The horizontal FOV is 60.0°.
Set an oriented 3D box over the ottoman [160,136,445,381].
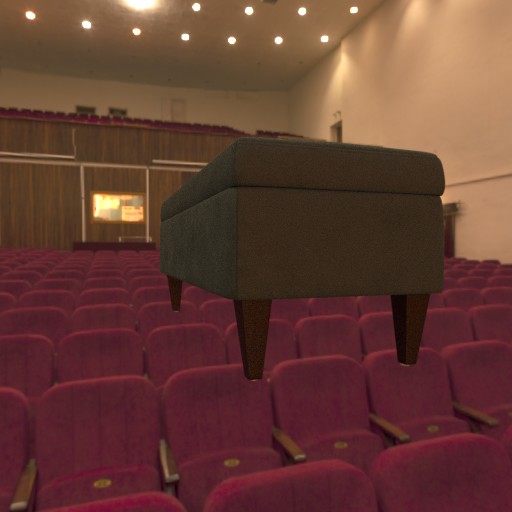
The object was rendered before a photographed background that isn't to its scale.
[{"bbox_3d":[0.000,0.000,1.404,0.482,0.469,1.151,0,1,-19],"label":"ottoman"}]
